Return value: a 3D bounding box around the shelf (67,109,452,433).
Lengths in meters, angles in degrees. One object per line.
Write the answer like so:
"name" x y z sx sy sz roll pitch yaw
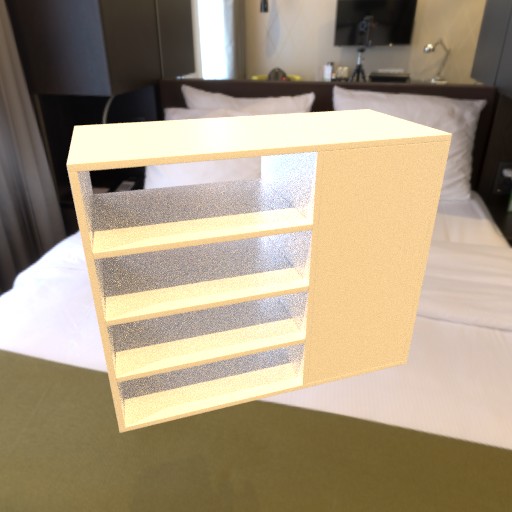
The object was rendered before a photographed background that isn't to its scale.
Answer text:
"shelf" 0.000 0.000 1.311 0.895 0.732 0.396 -8 28 -16
